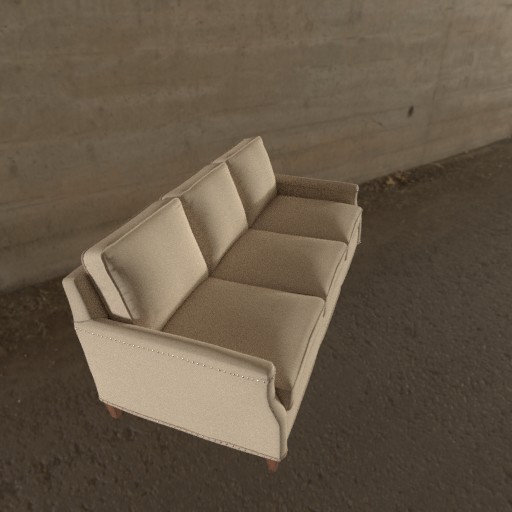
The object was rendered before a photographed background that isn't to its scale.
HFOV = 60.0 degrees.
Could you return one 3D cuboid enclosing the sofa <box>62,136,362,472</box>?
[{"bbox_3d":[0.000,0.000,2.860,1.084,1.003,2.246,11,32,17],"label":"sofa"}]
